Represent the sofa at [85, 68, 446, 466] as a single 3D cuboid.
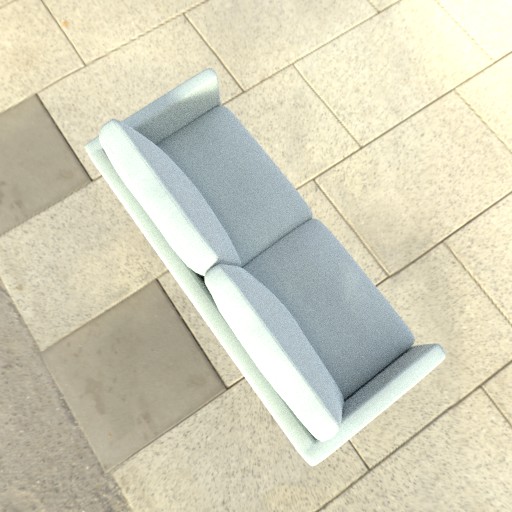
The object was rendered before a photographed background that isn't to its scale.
[{"bbox_3d":[0.000,0.000,2.728,0.951,0.965,2.208,-36,78,-8],"label":"sofa"}]
